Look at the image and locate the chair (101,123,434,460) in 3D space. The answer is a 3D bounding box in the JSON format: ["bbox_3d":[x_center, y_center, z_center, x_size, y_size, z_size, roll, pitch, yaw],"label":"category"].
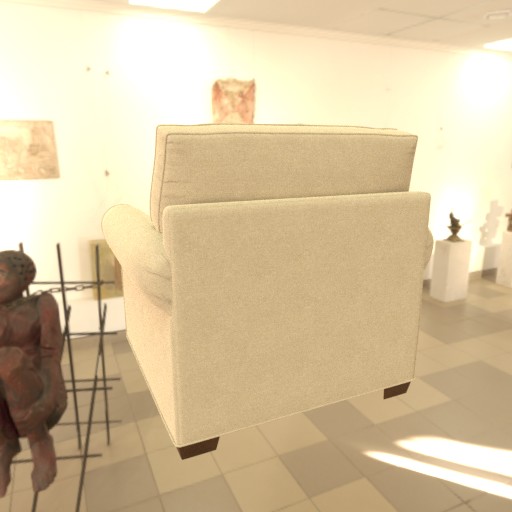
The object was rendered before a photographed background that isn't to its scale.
[{"bbox_3d":[0.000,0.000,1.707,1.040,0.955,0.863,-7,16,-24],"label":"chair"}]
